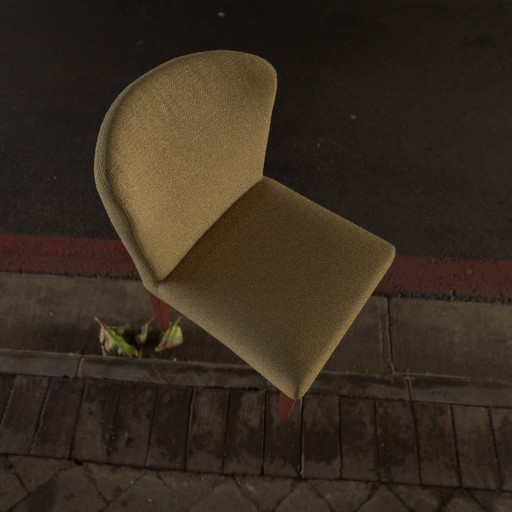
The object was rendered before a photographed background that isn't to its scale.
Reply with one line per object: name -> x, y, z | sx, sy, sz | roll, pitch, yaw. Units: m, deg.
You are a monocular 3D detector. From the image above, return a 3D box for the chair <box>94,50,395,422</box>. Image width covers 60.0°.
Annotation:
chair -> 0.000, 0.000, 1.156 | 0.589, 0.839, 0.491 | 32, 64, 18
